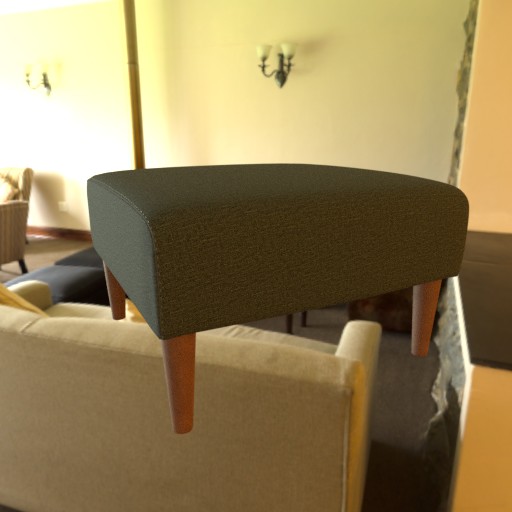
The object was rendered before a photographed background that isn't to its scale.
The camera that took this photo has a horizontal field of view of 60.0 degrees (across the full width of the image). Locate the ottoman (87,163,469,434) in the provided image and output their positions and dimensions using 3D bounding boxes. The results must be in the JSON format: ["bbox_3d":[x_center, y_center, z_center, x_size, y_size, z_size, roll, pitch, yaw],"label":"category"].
[{"bbox_3d":[0.000,0.000,1.033,0.650,0.398,0.649,-8,18,-27],"label":"ottoman"}]
